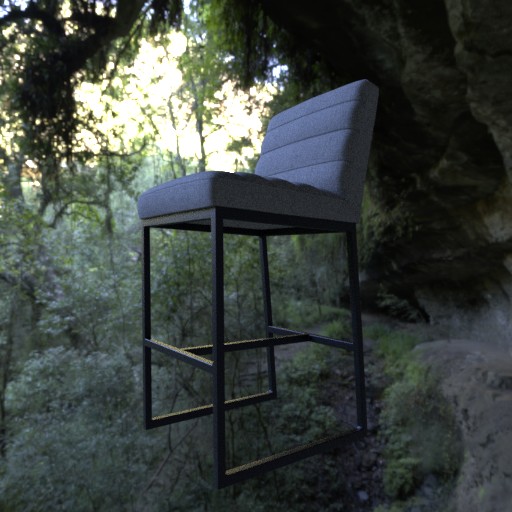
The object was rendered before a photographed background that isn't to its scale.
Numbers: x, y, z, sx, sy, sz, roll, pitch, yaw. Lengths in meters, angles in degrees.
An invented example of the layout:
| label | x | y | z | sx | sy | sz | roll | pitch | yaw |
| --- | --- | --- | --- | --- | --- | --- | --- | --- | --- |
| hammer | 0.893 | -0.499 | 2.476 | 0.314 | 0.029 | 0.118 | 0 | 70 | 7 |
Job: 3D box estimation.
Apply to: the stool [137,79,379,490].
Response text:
| label | x | y | z | sx | sy | sz | roll | pitch | yaw |
| --- | --- | --- | --- | --- | --- | --- | --- | --- | --- |
| stool | 0.000 | 0.000 | 1.307 | 0.571 | 1.034 | 0.459 | 0 | 0 | -36 |
